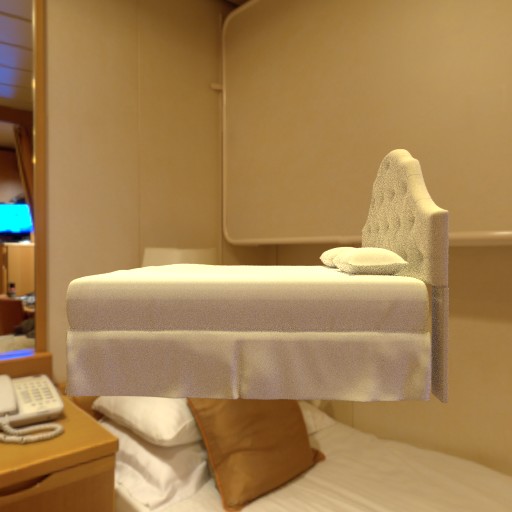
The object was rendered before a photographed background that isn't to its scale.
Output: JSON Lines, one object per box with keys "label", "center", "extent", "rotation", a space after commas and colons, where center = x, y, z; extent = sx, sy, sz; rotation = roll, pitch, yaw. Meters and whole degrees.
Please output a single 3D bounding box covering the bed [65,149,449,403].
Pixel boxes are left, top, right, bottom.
{"label": "bed", "center": [0.000, 0.000, 3.472], "extent": [2.214, 1.615, 2.008], "rotation": [0, 1, 2]}
